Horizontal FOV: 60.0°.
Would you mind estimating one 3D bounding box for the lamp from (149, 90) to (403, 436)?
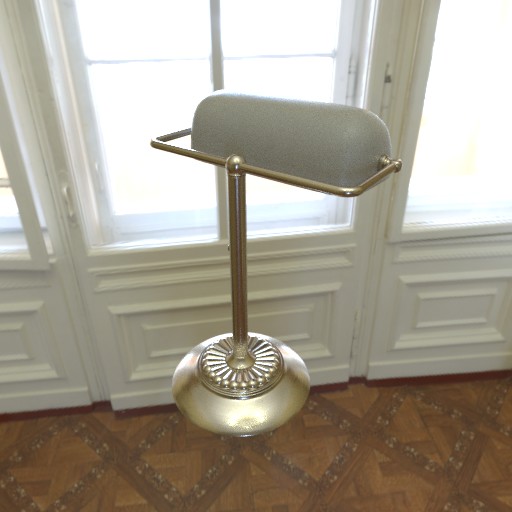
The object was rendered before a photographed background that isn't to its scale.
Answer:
[{"bbox_3d":[0.000,0.000,0.515,0.264,0.339,0.243,21,36,32],"label":"lamp"}]
